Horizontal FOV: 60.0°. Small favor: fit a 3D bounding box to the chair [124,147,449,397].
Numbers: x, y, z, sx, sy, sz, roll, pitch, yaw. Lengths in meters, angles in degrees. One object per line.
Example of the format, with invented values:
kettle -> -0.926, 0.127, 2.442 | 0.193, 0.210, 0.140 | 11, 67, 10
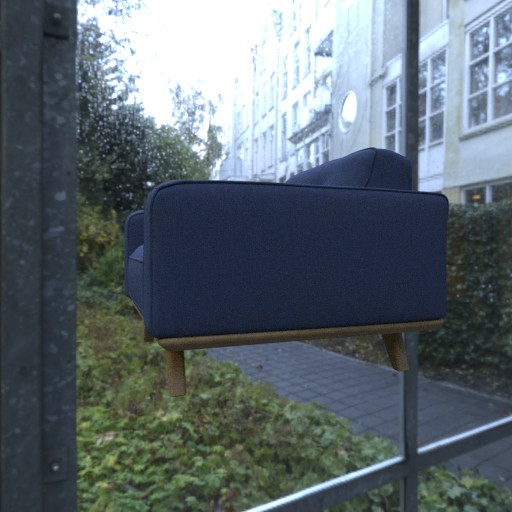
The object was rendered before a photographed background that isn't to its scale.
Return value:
chair -> 0.000, 0.000, 1.760 | 0.953, 0.783, 1.118 | 0, 1, -20
